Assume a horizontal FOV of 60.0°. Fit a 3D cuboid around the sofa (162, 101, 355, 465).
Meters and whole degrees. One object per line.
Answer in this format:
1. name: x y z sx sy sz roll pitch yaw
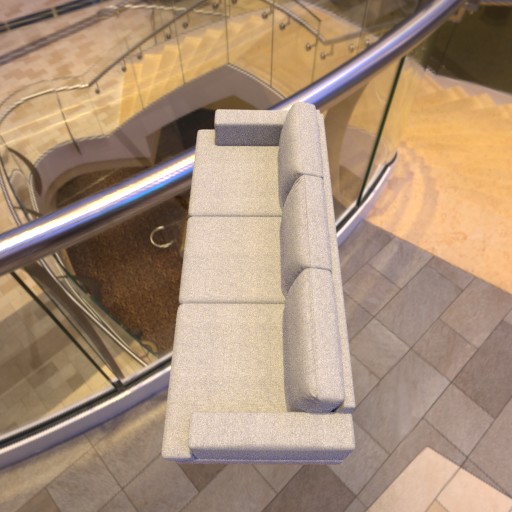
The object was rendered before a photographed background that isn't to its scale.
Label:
1. sofa: 0.000 0.000 2.748 0.920 0.810 2.310 0 58 0
